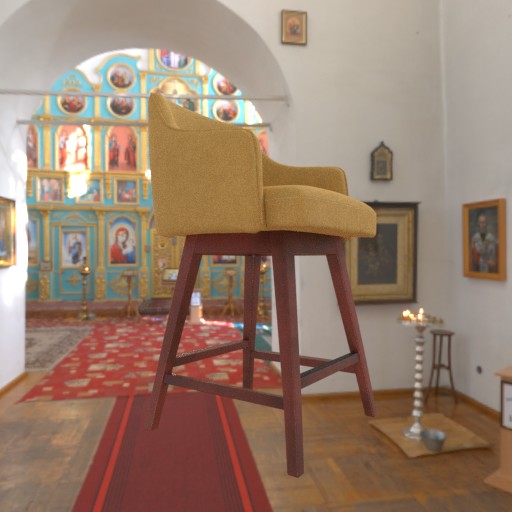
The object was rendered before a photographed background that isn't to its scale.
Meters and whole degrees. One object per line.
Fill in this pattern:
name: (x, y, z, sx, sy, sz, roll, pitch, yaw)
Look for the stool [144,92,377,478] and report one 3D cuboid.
stool: (0.000, 0.000, 1.259, 0.558, 0.924, 0.548, -1, -1, 35)
